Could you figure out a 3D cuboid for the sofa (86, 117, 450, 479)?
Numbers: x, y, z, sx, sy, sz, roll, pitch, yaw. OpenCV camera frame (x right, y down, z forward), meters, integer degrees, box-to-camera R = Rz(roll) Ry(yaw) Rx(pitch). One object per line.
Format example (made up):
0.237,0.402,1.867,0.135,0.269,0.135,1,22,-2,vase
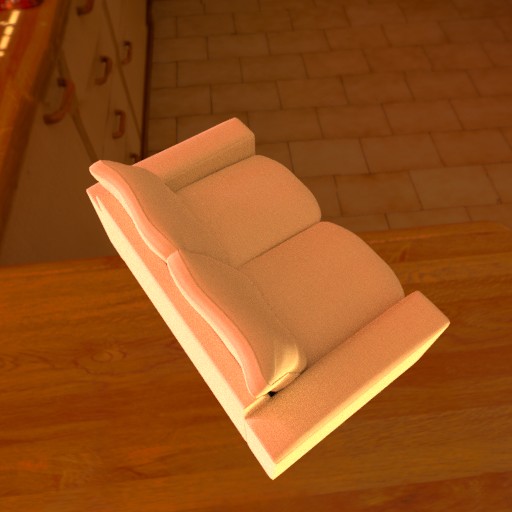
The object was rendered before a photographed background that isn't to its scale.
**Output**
0.000,0.000,2.351,1.091,0.875,1.754,-32,63,-19,sofa
